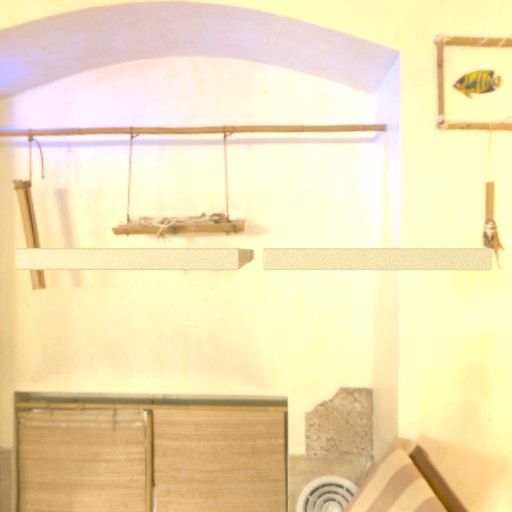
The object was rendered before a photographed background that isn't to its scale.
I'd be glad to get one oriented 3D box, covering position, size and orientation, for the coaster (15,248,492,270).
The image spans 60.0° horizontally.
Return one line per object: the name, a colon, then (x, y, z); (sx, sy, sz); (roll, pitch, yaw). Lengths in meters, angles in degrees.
coaster: (0.000, 0.000, 0.308); (0.214, 0.010, 0.219); (0, 1, 1)
